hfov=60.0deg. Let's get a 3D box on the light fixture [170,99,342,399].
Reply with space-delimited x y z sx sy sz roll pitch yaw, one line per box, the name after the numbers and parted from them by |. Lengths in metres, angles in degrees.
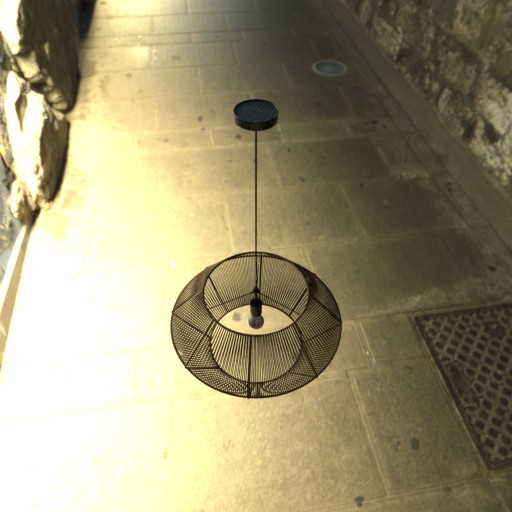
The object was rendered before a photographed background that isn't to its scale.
0.000 0.000 1.412 0.643 1.009 0.643 0 47 0 | light fixture
